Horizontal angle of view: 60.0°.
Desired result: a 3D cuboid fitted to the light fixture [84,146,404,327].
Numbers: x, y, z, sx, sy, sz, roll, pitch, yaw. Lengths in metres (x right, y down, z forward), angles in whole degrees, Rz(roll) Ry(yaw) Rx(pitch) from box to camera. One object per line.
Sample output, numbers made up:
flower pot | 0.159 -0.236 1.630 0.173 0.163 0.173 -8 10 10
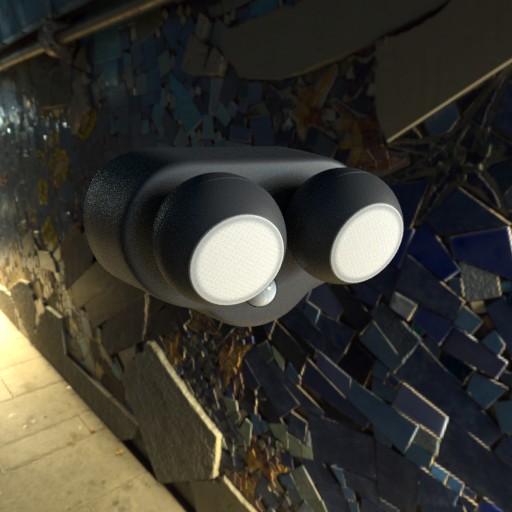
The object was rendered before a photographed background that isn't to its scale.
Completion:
light fixture | 0.000 0.000 0.340 0.229 0.159 0.159 -7 17 -25
